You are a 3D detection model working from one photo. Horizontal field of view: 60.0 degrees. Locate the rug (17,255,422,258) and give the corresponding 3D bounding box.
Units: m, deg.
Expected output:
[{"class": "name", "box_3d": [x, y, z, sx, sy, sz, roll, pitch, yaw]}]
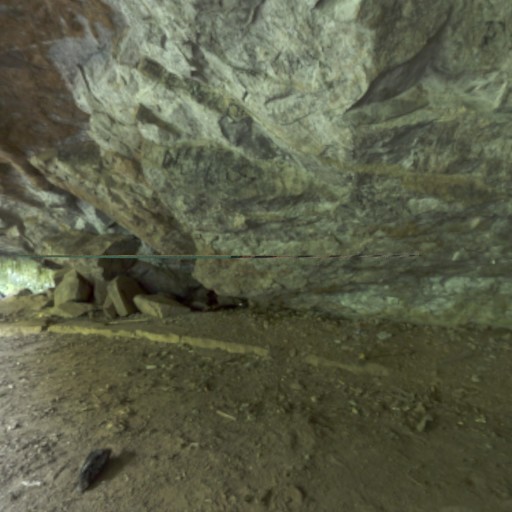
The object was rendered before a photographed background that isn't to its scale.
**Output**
[{"class": "rug", "box_3d": [0.000, 0.000, 3.010, 1.520, 0.011, 2.447, 0, 0, 36]}]
